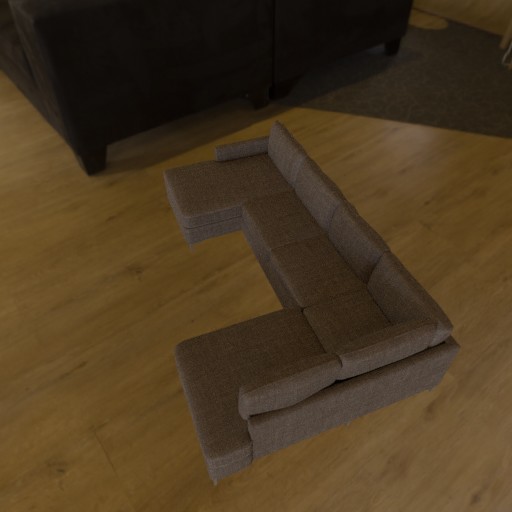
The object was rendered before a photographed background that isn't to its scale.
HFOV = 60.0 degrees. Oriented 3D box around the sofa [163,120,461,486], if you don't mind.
[{"bbox_3d":[0.000,0.000,4.350,2.048,0.999,3.423,-16,48,-15],"label":"sofa"}]
